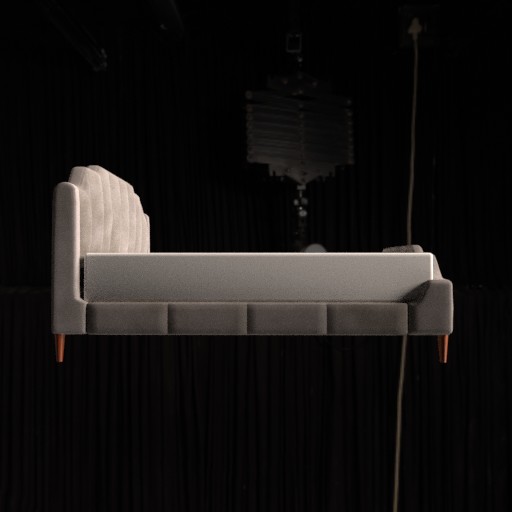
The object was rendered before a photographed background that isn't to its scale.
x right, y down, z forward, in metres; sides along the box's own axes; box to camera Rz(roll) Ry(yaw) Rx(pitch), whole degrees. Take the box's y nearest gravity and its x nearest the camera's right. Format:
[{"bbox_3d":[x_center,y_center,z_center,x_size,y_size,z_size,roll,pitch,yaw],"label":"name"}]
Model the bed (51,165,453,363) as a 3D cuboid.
[{"bbox_3d":[0.000,0.000,3.374,2.340,1.245,1.676,0,-1,1],"label":"bed"}]
